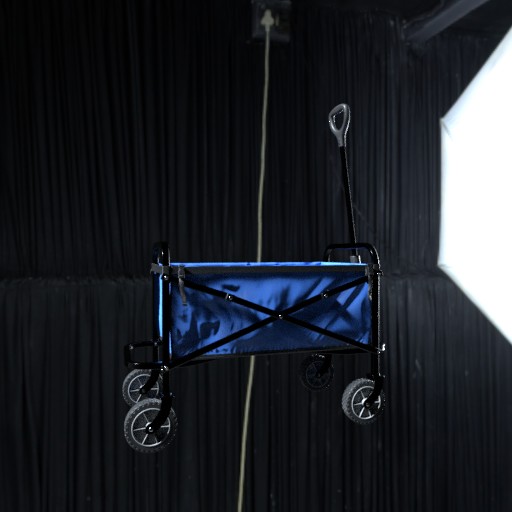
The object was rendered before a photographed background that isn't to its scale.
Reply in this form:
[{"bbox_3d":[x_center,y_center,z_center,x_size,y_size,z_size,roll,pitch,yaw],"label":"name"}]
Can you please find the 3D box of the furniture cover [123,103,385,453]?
[{"bbox_3d":[0.000,0.000,1.809,1.038,1.295,0.532,0,0,-17],"label":"furniture cover"}]
